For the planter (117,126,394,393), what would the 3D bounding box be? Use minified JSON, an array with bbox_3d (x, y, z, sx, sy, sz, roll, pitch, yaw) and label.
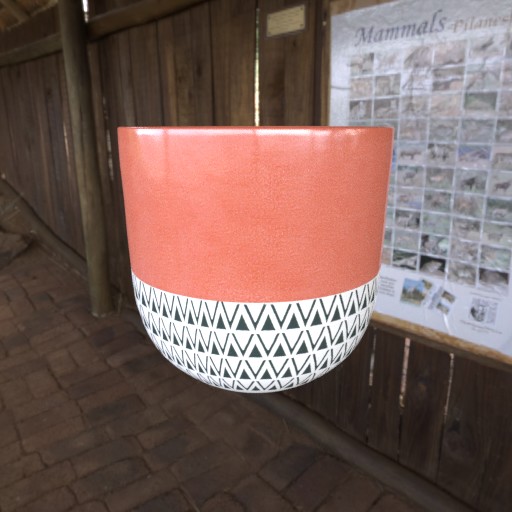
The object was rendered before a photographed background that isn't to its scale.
[{"bbox_3d":[0.000,0.000,0.481,0.266,0.270,0.266,0,16,0],"label":"planter"}]
